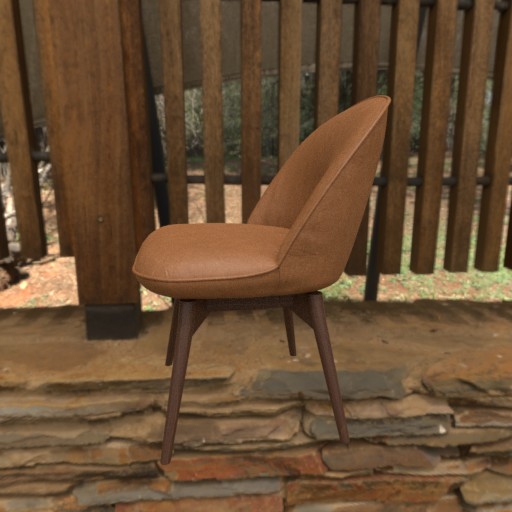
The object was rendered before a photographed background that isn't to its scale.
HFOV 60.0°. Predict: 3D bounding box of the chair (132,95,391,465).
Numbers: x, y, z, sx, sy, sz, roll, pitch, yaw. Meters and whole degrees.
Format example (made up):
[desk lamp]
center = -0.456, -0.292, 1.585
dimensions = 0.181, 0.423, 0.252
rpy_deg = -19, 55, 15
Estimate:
[chair]
center = 0.000, 0.000, 1.202
dimensions = 0.631, 0.831, 0.521
rpy_deg = -2, 12, -10
